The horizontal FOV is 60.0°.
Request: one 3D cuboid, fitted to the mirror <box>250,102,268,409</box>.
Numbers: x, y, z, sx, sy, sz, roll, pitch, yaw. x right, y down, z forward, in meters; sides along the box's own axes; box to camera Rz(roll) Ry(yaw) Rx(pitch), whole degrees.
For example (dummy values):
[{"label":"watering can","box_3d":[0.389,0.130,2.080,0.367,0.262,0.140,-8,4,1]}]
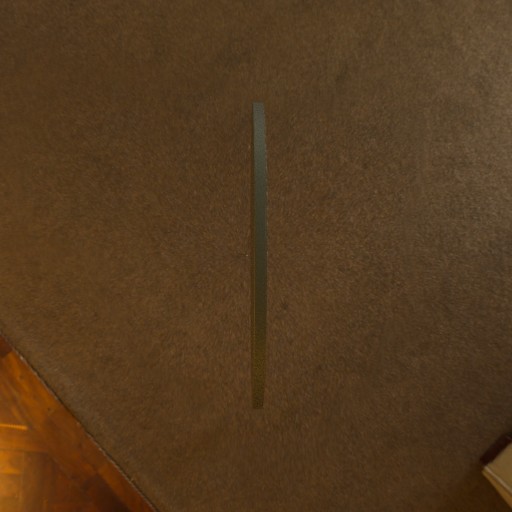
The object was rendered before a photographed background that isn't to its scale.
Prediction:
[{"label":"mirror","box_3d":[0.000,0.000,1.647,0.036,1.077,1.077,0,90,-1]}]
